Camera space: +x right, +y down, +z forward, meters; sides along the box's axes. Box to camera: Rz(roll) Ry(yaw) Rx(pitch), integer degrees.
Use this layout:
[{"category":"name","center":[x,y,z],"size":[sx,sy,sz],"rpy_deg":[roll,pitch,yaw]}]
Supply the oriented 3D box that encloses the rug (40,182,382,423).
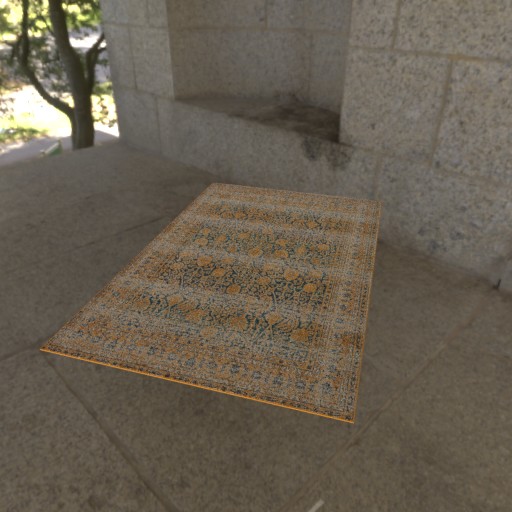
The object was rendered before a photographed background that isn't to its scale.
[{"category":"rug","center":[0.000,0.000,2.958],"size":[1.525,0.007,2.336],"rpy_deg":[9,32,14]}]
